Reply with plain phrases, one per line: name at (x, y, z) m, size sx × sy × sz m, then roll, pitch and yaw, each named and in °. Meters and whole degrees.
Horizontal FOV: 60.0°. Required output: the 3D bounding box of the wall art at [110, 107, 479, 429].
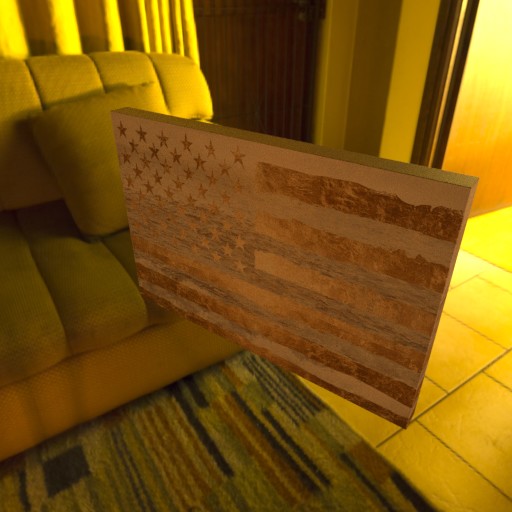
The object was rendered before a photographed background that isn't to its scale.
wall art at (0.000, 0.000, 0.754) m, size 0.606 × 0.407 × 0.041 m, roll 20°, pitch 37°, yaw 30°
